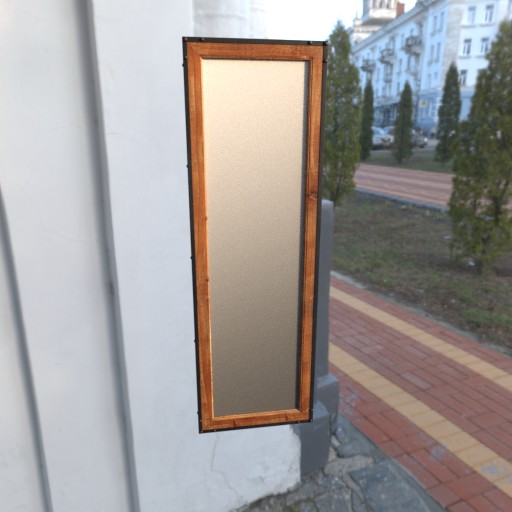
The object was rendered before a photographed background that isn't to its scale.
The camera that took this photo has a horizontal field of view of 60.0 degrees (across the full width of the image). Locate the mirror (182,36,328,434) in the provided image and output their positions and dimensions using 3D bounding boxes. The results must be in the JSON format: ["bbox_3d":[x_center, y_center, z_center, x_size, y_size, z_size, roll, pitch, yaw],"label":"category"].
[{"bbox_3d":[0.000,0.000,1.209,0.354,1.080,0.042,-3,16,-9],"label":"mirror"}]
